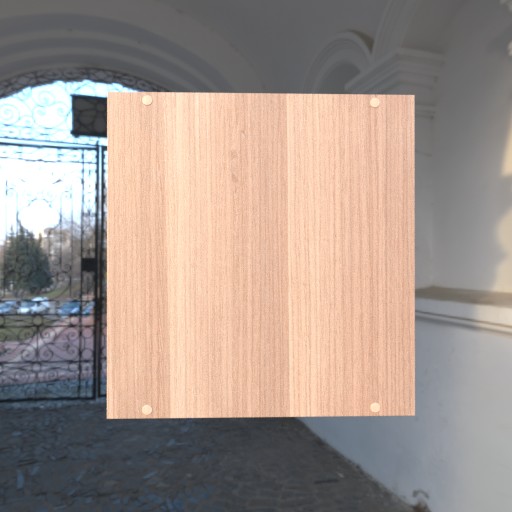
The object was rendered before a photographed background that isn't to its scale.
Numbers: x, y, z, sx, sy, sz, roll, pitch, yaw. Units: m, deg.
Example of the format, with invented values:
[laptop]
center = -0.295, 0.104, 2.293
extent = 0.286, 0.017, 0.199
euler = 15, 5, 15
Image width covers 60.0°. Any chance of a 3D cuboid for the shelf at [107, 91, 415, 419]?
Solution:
[shelf]
center = 0.000, 0.000, 0.624
extent = 0.290, 0.305, 0.415
euler = 0, 0, -2
